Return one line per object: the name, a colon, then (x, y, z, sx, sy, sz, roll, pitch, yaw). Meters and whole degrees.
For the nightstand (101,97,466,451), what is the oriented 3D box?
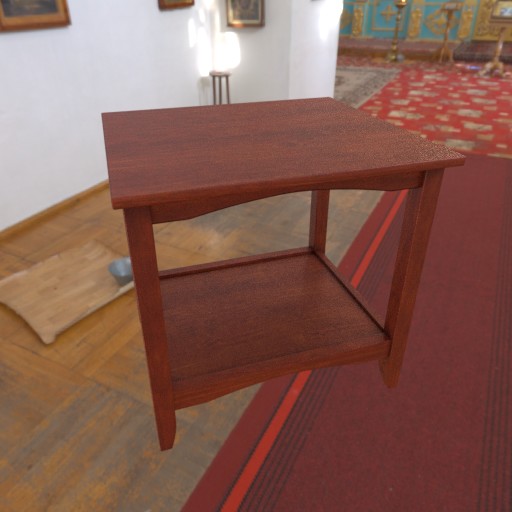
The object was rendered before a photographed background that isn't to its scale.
nightstand: (0.000, 0.000, 0.993, 0.558, 0.558, 0.501, -10, 32, -15)
